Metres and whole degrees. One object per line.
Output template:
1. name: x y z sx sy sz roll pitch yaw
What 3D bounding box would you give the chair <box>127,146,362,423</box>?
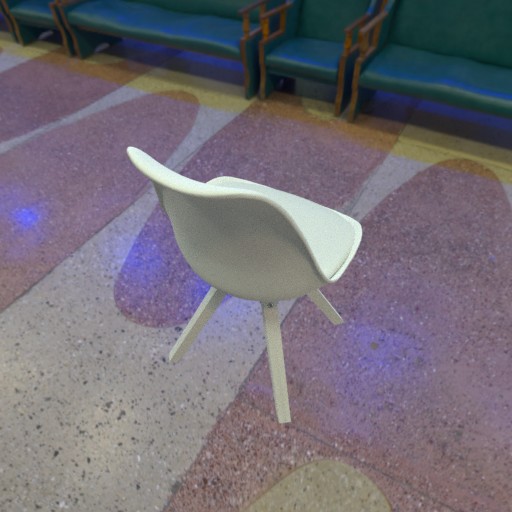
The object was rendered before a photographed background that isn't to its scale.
1. chair: 0.000 0.000 1.190 0.485 0.850 0.550 23 50 20
